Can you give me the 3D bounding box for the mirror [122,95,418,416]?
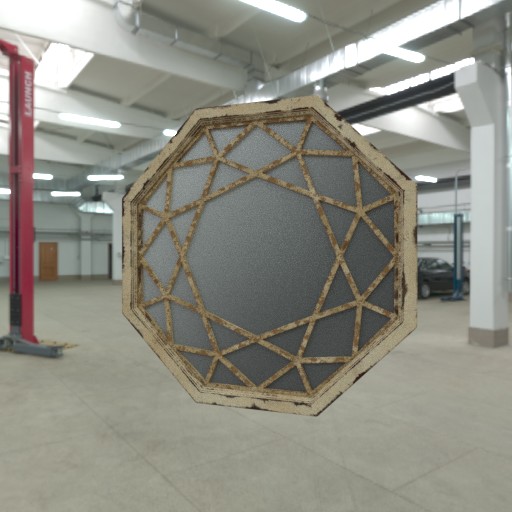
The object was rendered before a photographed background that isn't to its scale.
[{"bbox_3d":[0.000,0.000,0.947,0.648,0.648,0.031,0,0,18],"label":"mirror"}]
